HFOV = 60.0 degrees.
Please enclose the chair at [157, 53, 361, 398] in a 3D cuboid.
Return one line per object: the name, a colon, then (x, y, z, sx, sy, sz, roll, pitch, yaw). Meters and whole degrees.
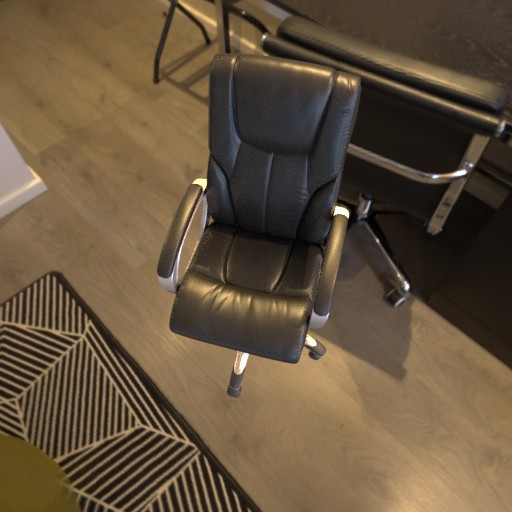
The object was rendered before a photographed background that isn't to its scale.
chair: (0.000, 0.000, 1.650, 0.700, 1.145, 0.780, 13, 59, 8)
